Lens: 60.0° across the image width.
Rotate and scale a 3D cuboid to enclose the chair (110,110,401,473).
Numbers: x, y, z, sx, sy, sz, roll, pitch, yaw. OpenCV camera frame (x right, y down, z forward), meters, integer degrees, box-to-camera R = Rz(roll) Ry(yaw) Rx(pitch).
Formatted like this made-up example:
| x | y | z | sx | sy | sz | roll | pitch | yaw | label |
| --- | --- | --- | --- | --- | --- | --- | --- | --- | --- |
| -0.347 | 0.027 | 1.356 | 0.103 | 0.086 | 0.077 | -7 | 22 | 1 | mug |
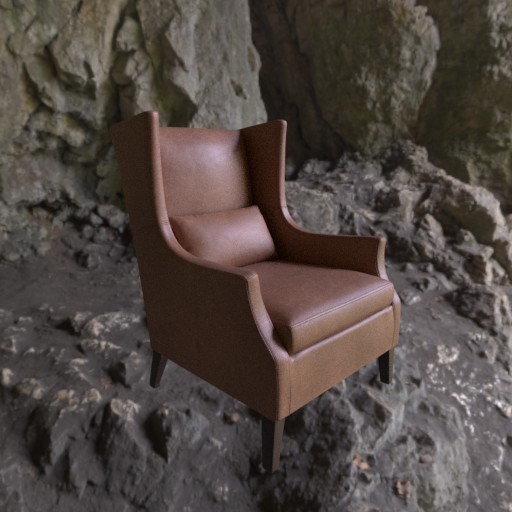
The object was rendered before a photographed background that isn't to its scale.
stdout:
| x | y | z | sx | sy | sz | roll | pitch | yaw | label |
| --- | --- | --- | --- | --- | --- | --- | --- | --- | --- |
| 0.000 | 0.000 | 1.770 | 0.913 | 1.088 | 0.815 | 13 | 18 | 43 | chair |
